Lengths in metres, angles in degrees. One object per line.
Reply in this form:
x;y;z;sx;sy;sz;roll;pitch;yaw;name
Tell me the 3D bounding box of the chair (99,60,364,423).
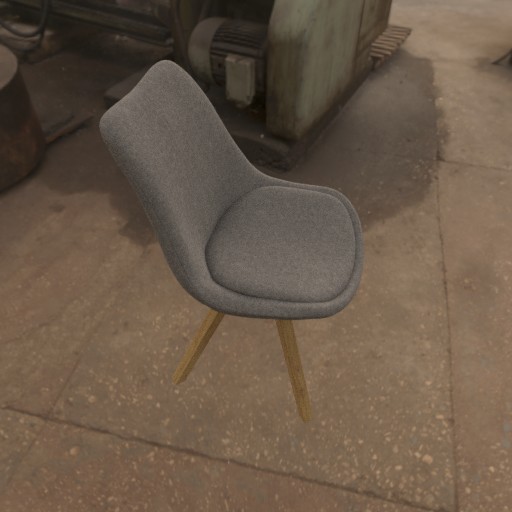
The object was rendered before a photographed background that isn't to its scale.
0.000;0.000;1.170;0.550;0.865;0.483;11;47;11;chair
